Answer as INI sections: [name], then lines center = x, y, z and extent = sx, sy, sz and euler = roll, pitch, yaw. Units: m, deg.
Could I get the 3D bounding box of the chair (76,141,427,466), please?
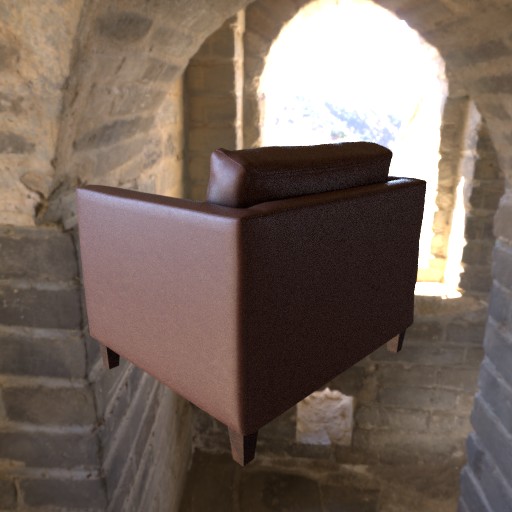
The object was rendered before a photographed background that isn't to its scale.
[chair]
center = 0.000, 0.000, 1.828
extent = 0.959, 0.917, 1.107
euler = 15, 22, 42
